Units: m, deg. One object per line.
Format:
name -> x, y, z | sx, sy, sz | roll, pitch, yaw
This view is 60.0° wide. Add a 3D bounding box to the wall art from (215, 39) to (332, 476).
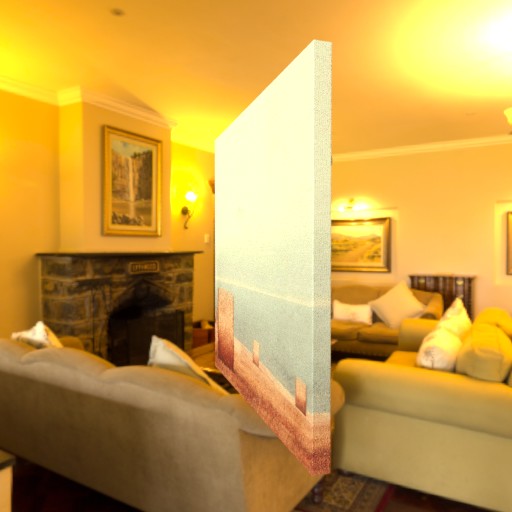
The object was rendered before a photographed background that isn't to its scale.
wall art -> 0.000, 0.000, 0.905 | 0.034, 0.605, 0.605 | 0, 1, -18
